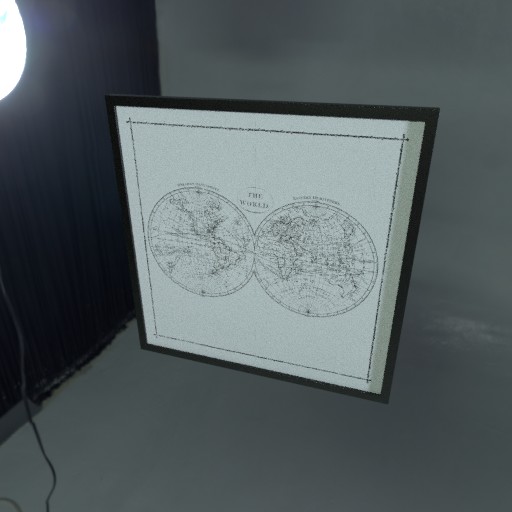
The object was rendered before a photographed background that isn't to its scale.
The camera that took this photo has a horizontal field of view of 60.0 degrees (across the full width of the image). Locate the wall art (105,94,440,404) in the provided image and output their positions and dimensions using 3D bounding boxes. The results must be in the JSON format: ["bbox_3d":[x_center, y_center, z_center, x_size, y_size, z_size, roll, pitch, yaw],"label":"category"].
[{"bbox_3d":[0.000,0.000,1.164,0.773,0.775,0.031,8,27,16],"label":"wall art"}]
